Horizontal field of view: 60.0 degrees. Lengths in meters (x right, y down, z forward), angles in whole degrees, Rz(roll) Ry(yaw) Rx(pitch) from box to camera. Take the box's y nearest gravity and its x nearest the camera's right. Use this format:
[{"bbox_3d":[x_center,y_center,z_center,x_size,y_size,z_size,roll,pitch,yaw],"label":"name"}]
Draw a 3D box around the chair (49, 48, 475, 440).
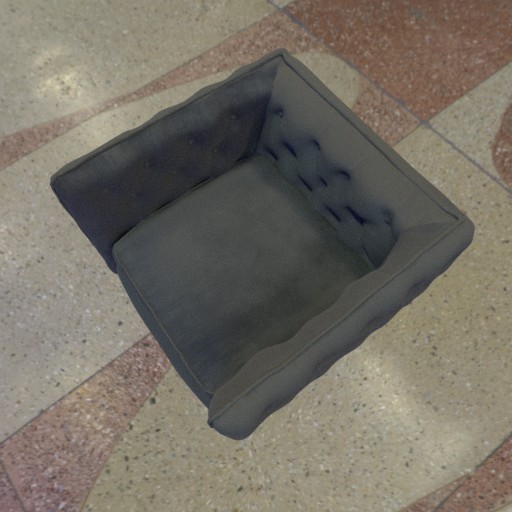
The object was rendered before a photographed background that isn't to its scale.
[{"bbox_3d":[0.000,0.000,1.598,0.913,0.807,0.946,-34,70,-15],"label":"chair"}]
